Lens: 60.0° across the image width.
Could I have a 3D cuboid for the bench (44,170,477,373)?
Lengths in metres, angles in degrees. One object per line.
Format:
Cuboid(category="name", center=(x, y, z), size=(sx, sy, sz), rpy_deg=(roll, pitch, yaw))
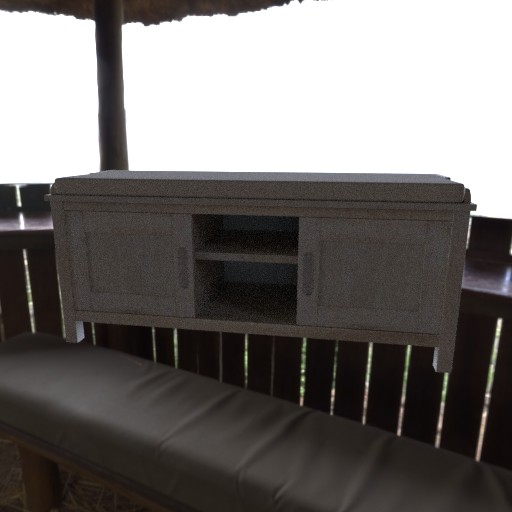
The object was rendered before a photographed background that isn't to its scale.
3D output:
Cuboid(category="bench", center=(0.000, 0.000, 1.391), size=(1.140, 0.501, 0.398), rpy_deg=(2, 15, 9))
